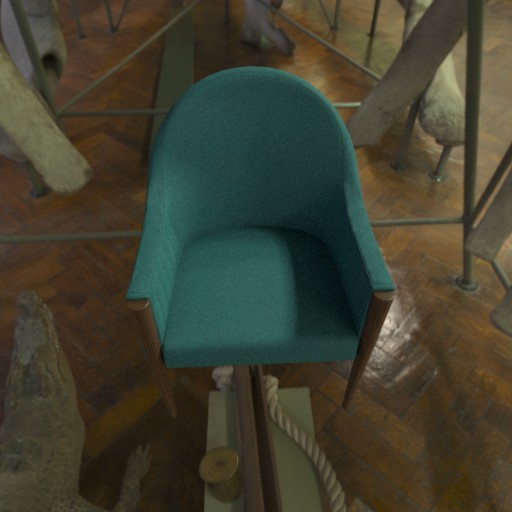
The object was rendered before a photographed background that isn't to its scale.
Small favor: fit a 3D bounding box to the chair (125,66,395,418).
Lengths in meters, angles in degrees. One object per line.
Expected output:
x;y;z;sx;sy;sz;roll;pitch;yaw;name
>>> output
0.000;0.000;1.369;0.656;0.907;0.652;-2;46;-2;chair
